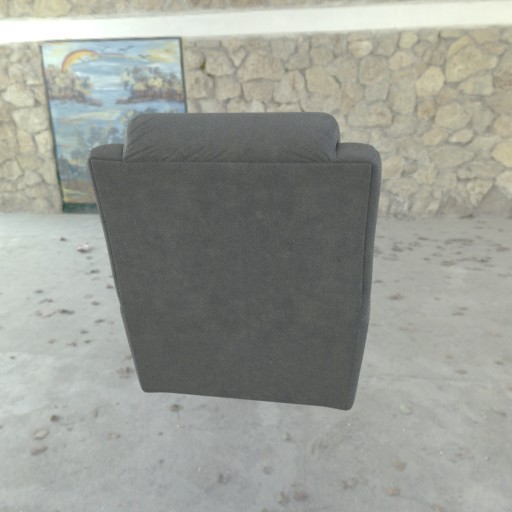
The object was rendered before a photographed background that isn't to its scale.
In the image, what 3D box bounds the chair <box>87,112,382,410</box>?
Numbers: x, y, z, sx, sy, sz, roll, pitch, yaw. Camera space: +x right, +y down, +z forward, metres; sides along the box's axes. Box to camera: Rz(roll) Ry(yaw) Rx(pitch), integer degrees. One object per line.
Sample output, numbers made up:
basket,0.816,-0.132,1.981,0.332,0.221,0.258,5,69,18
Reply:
chair,0.000,0.000,1.868,0.967,1.116,1.068,2,16,8
